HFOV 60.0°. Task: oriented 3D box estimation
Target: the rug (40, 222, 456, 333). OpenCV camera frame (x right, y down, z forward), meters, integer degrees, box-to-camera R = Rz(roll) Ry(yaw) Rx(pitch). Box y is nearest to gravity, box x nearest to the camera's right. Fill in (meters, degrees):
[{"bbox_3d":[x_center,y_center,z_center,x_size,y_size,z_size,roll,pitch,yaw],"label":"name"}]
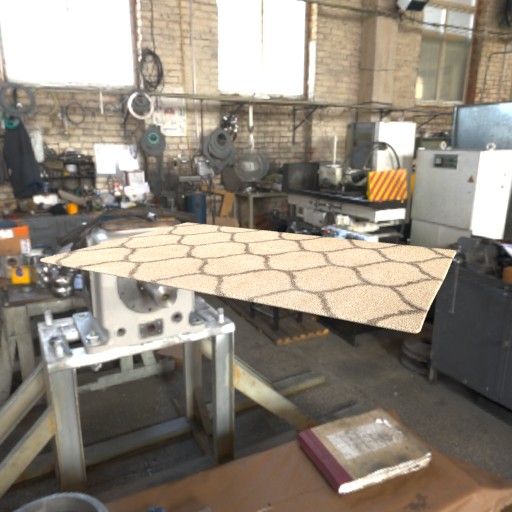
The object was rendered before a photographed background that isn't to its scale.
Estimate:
[{"bbox_3d":[0.000,0.000,3.435,2.701,0.026,1.801,8,16,28],"label":"rug"}]
